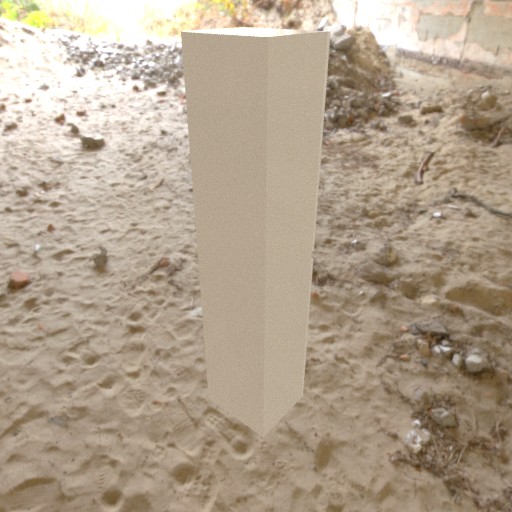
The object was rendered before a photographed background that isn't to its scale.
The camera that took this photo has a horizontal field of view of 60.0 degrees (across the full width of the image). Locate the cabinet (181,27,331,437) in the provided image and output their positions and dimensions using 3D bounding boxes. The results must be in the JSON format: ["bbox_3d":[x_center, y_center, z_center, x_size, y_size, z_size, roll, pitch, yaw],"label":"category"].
[{"bbox_3d":[0.000,0.000,1.545,0.300,1.400,0.270,23,37,34],"label":"cabinet"}]
